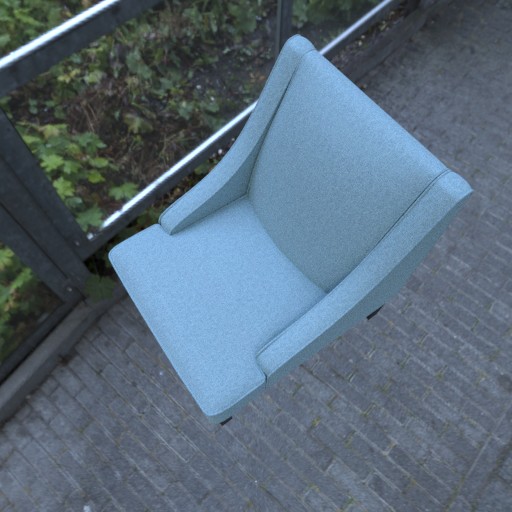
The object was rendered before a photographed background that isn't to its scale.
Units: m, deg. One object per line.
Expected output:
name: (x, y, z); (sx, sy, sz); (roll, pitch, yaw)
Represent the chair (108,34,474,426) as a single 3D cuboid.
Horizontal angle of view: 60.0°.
chair: (0.000, 0.000, 1.834); (1.025, 1.133, 0.857); (-32, 67, -15)
